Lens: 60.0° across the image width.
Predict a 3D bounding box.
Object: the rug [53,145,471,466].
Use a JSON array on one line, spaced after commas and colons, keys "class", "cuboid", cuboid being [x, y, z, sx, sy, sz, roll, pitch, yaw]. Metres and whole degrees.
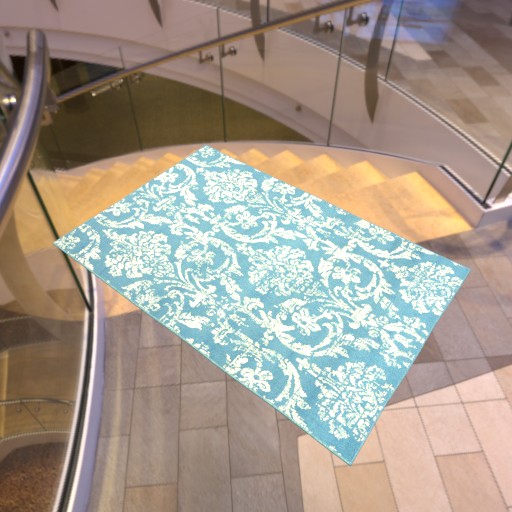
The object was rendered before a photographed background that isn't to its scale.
[{"class": "rug", "cuboid": [0.000, 0.000, 2.318, 1.833, 0.012, 1.211, 30, 54, 25]}]
